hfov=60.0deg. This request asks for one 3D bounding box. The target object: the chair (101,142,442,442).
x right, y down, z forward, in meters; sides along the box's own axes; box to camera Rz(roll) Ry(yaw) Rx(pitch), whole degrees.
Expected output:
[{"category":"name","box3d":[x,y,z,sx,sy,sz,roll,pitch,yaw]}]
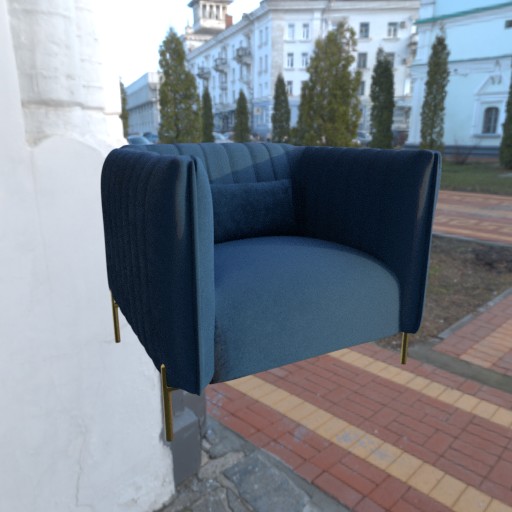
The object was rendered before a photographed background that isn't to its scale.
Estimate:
[{"category":"chair","box3d":[0.000,0.000,1.620,0.947,0.793,0.877,-8,17,-27]}]
